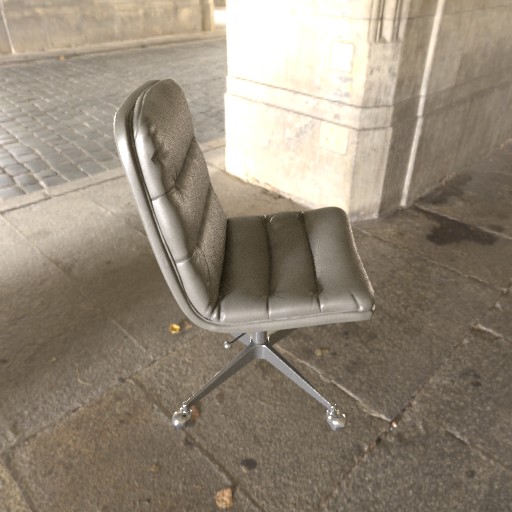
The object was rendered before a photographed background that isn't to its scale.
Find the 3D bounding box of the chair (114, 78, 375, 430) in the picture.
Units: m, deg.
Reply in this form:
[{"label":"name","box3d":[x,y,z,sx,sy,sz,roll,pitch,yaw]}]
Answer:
[{"label":"chair","box3d":[0.000,0.000,1.030,0.485,0.738,0.422,0,33,0]}]
